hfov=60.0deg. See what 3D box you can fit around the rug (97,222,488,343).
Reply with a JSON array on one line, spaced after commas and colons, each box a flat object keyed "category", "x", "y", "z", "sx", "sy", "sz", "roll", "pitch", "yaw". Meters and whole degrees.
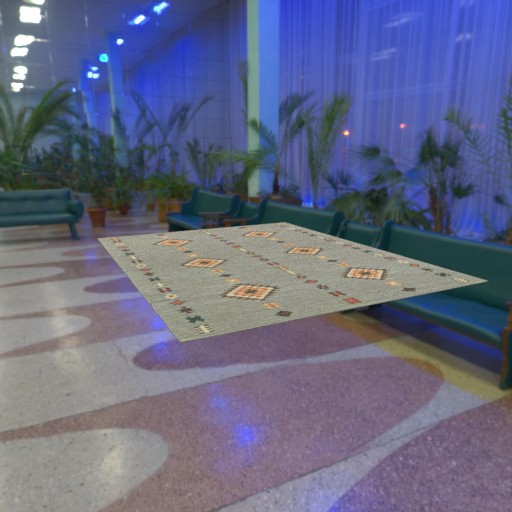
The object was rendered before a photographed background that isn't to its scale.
[{"category": "rug", "x": 0.000, "y": 0.000, "z": 4.151, "sx": 2.425, "sy": 0.008, "sz": 3.035, "roll": -7, "pitch": 15, "yaw": -26}]
